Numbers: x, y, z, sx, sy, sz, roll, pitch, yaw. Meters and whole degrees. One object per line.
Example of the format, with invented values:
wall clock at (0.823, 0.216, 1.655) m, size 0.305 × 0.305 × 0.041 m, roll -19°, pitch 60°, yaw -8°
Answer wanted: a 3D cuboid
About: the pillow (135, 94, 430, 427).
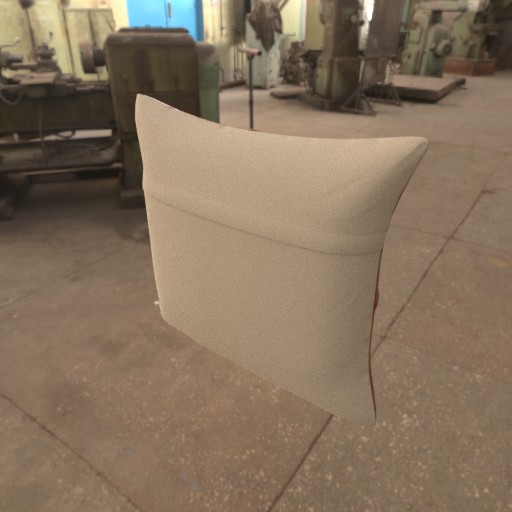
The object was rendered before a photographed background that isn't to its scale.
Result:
pillow at (0.000, 0.000, 0.748) m, size 0.501 × 0.477 × 0.192 m, roll 20°, pitch 35°, yaw 32°
